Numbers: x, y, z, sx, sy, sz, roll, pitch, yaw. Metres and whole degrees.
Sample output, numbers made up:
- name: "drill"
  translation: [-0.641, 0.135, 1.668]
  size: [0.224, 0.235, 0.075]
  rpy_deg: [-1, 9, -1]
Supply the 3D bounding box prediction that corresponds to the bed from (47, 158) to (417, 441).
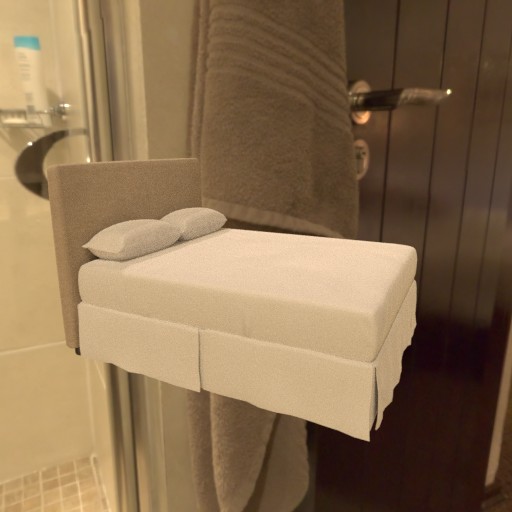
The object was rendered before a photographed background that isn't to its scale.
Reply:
- name: "bed"
  translation: [0.000, 0.000, 3.208]
  size: [2.162, 1.330, 1.713]
  rpy_deg: [7, 16, 25]
